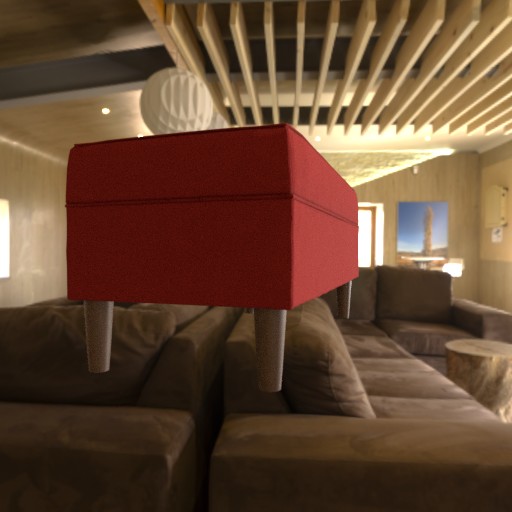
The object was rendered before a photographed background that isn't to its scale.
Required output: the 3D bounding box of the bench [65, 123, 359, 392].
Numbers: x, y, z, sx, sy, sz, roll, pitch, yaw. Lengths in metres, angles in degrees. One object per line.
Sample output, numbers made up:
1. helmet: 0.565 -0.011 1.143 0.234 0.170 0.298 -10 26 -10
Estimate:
1. bench: 0.000 0.000 1.295 0.492 0.471 1.016 0 1 19
